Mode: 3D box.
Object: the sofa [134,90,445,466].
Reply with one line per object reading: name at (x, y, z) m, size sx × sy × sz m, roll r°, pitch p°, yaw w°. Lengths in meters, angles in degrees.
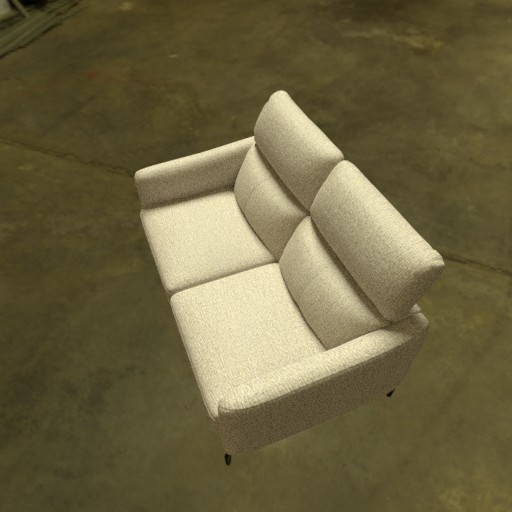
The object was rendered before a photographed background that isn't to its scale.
sofa at (0.000, 0.000, 2.145) m, size 0.905 × 0.950 × 1.540 m, roll -17°, pitch 49°, yaw -15°
